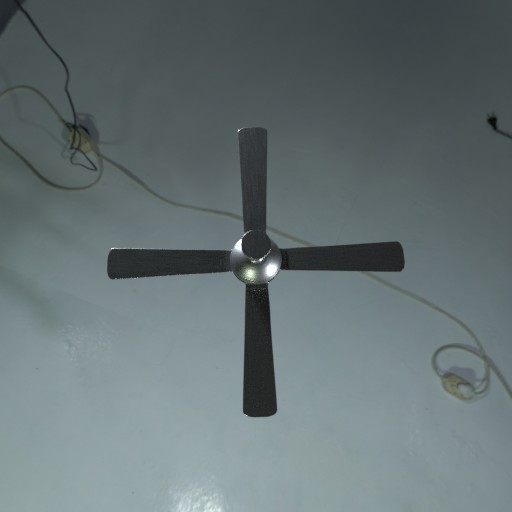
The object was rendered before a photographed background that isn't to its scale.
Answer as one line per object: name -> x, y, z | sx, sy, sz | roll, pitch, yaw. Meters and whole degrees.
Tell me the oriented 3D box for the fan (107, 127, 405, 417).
fan -> 0.000, 0.000, 1.991 | 1.321, 0.381, 1.321 | 19, 76, 5
